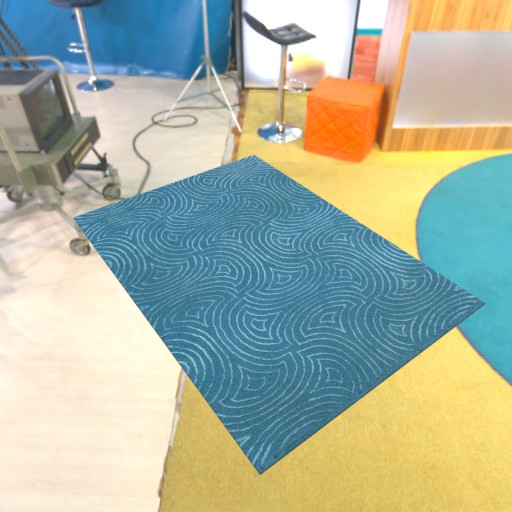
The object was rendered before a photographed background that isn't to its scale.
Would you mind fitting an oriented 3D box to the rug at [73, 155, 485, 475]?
[{"bbox_3d":[0.000,0.000,2.736,1.543,0.015,2.144,-25,46,-27],"label":"rug"}]
